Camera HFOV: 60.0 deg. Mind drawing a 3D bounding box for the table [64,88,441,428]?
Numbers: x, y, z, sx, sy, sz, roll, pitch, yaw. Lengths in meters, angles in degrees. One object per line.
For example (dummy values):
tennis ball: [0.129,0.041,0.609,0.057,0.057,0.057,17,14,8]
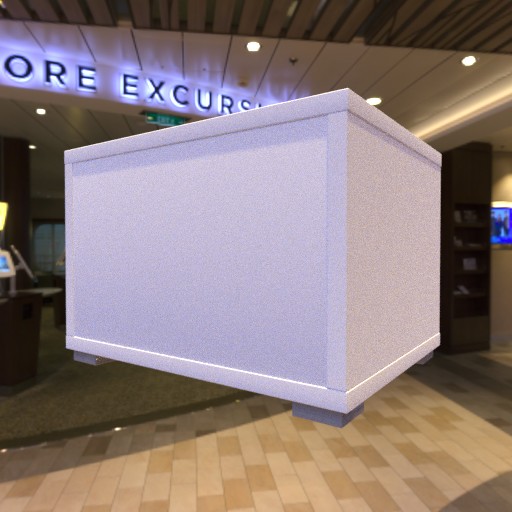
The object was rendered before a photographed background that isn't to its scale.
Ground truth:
table: [0.000,0.000,0.770,0.517,0.357,0.399,1,1,35]
